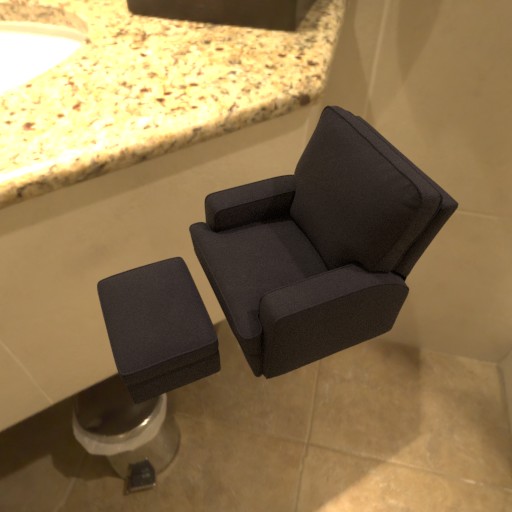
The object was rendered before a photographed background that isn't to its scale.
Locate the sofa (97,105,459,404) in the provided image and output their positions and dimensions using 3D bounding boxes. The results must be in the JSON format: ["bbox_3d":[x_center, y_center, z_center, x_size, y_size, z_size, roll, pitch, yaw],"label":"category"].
[{"bbox_3d":[0.000,0.000,2.073,1.472,0.959,0.861,-18,50,-16],"label":"sofa"}]
